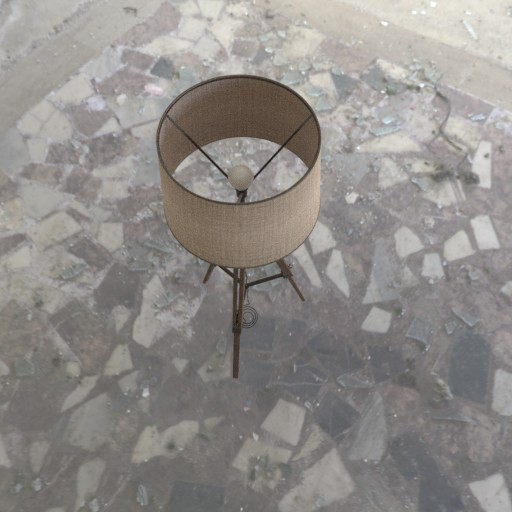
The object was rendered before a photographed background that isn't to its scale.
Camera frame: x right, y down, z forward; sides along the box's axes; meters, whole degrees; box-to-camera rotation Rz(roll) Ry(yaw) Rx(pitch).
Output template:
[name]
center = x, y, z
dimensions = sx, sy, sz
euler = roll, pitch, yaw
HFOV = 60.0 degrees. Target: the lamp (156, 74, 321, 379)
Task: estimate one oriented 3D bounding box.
[lamp]
center = 0.000, 0.000, 1.819
dimensions = 0.587, 1.510, 0.604
euler = -18, 66, -9
